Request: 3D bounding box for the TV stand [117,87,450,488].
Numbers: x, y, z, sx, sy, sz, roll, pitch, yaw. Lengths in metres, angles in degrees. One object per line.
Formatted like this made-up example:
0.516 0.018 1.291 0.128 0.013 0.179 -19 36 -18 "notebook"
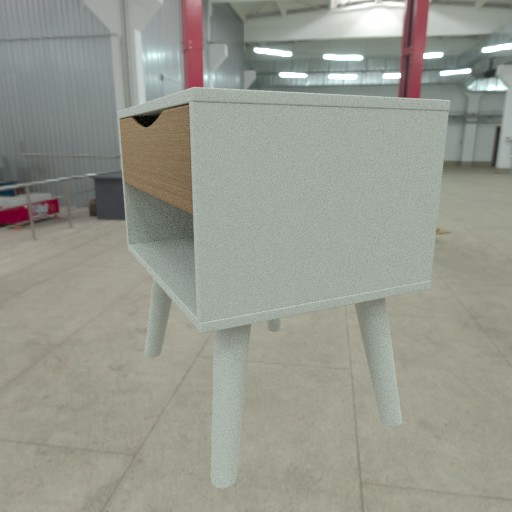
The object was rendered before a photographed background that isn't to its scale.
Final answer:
0.000 0.000 0.874 0.405 0.559 0.508 -7 16 -25 "TV stand"
